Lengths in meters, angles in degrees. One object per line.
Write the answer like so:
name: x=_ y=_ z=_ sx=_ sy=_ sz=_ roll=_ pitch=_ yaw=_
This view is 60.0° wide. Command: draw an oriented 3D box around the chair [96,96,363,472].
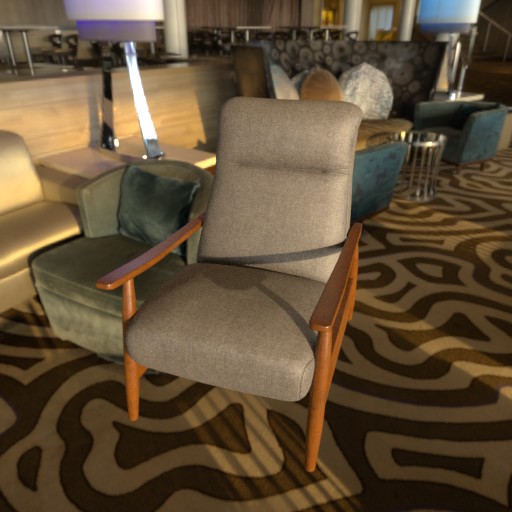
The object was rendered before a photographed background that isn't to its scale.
chair: x=0.000 y=0.000 z=1.776 sx=0.762 sy=1.081 sz=1.014 roll=9 pitch=28 yaw=16
